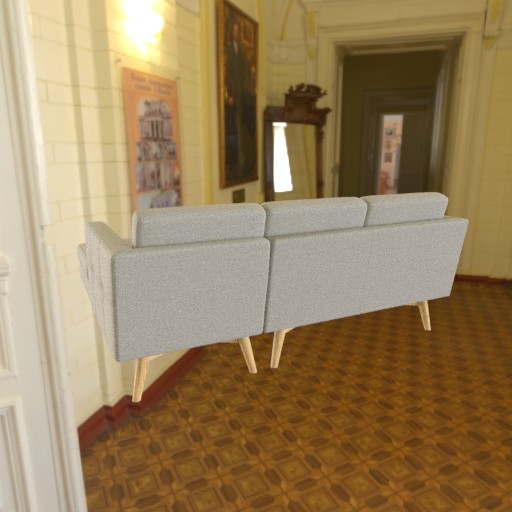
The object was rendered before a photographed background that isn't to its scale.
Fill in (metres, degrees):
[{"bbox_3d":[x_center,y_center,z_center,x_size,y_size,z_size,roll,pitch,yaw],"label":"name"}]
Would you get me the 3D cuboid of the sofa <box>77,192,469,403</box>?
[{"bbox_3d":[0.000,0.000,2.868,2.040,0.860,1.530,-7,15,-26],"label":"sofa"}]
